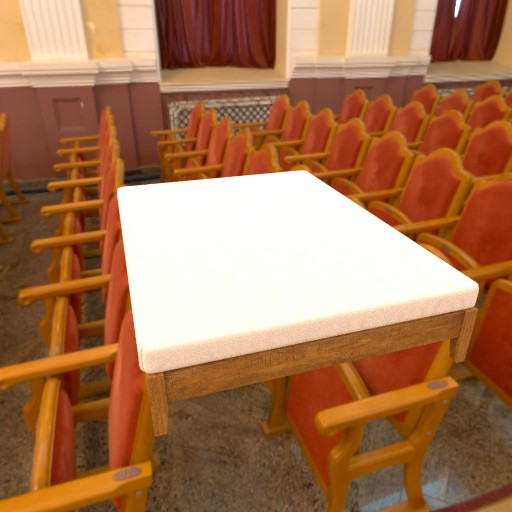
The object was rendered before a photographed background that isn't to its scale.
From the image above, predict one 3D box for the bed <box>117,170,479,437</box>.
[{"bbox_3d":[0.000,0.000,2.745,1.536,0.431,2.016,-8,28,-16],"label":"bed"}]
